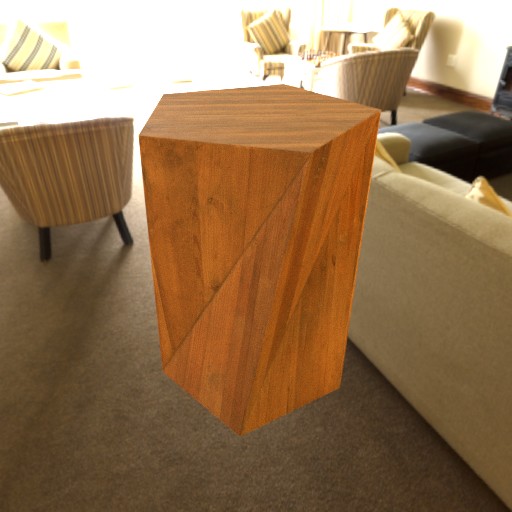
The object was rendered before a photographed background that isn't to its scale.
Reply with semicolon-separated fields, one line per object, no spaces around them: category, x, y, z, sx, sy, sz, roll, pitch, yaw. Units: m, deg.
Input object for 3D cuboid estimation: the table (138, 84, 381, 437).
table;0.000;0.000;0.935;0.425;0.604;0.441;10;34;15
